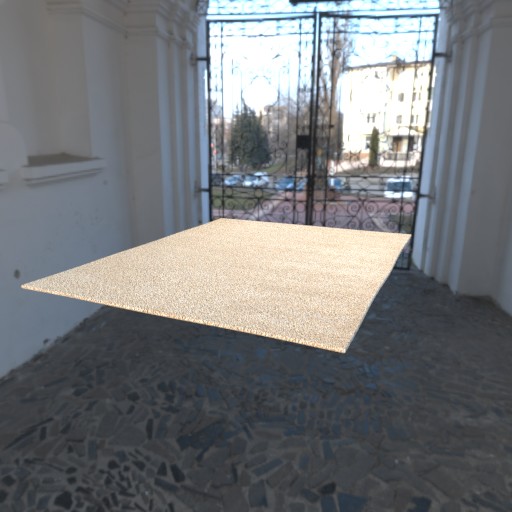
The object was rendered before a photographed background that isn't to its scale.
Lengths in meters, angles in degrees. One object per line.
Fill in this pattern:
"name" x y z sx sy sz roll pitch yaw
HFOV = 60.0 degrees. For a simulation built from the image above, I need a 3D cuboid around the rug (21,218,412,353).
"rug" 0.000 0.000 4.073 2.400 0.026 3.000 7 17 24
